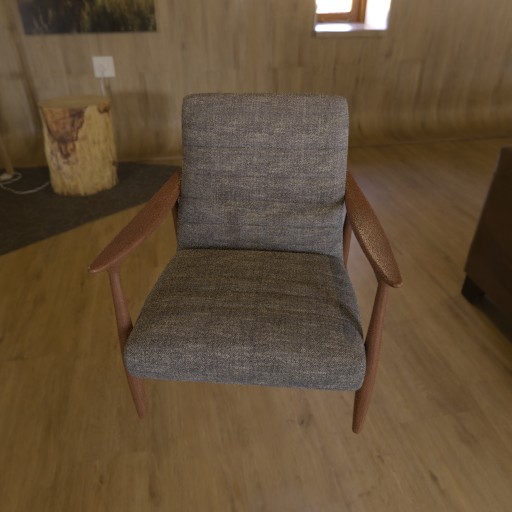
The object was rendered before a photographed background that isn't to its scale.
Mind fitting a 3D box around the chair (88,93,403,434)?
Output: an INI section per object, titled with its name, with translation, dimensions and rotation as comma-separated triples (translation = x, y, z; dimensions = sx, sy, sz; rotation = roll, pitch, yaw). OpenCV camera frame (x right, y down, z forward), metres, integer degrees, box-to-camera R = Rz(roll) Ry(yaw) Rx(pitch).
[chair]
translation = 0.000, 0.000, 1.385
dimensions = 0.741, 0.832, 0.798
rotation = 2, 32, 4
